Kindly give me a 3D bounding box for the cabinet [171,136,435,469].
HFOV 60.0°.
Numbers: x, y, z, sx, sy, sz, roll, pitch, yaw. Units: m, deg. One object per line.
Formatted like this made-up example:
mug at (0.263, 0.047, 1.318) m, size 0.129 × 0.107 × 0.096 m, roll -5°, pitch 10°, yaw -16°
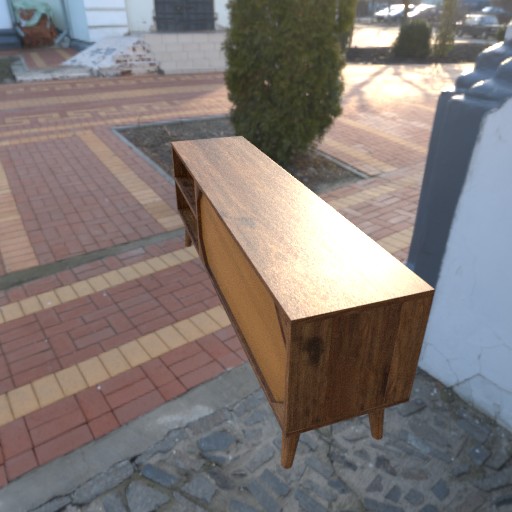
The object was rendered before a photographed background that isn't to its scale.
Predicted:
cabinet at (0.000, 0.000, 1.666) m, size 0.349 × 0.528 × 1.448 m, roll -9°, pitch 30°, yaw -17°
